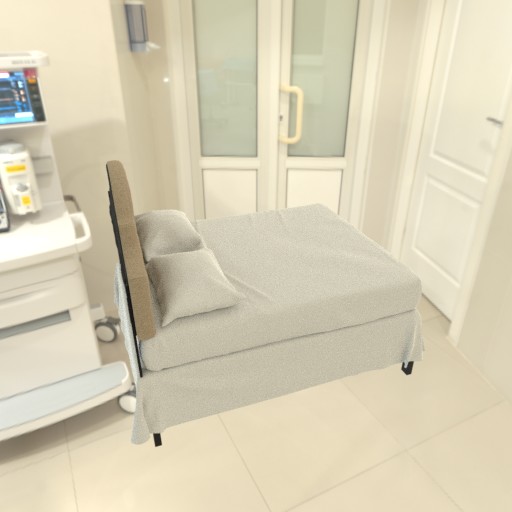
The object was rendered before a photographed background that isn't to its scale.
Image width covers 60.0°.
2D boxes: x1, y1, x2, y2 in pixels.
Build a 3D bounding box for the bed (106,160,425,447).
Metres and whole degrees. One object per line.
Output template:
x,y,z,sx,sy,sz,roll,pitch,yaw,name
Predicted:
0.000,0.000,3.416,2.222,1.634,1.780,-10,30,-17,bed
